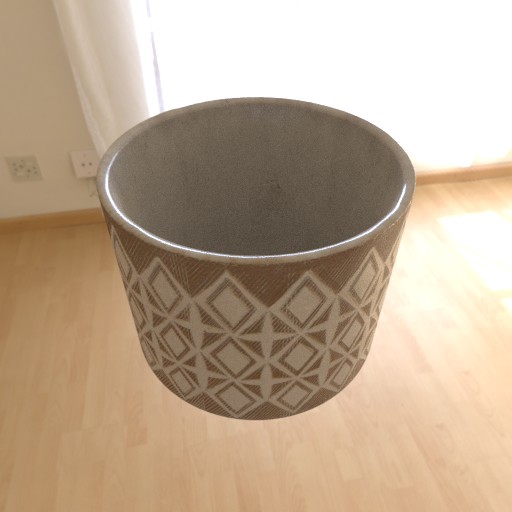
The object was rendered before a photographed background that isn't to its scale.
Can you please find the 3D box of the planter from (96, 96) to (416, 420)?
[{"bbox_3d":[0.000,0.000,0.331,0.193,0.165,0.193,0,42,0],"label":"planter"}]
